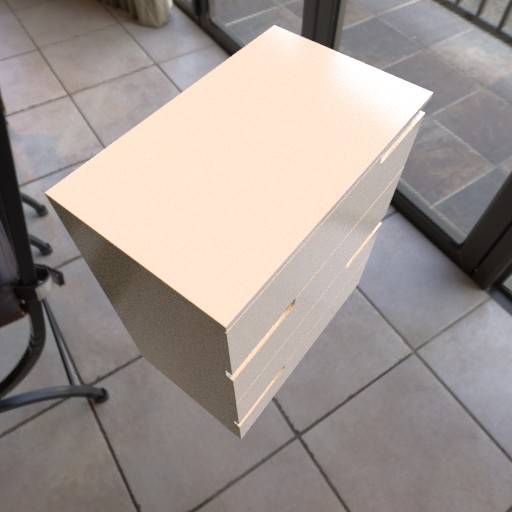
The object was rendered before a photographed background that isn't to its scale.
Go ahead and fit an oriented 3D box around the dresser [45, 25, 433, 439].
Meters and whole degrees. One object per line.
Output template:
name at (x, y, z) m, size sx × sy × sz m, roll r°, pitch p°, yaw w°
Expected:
dresser at (0.000, 0.000, 1.156) m, size 0.400 × 0.800 × 0.650 m, roll 33°, pitch 63°, yaw 20°
